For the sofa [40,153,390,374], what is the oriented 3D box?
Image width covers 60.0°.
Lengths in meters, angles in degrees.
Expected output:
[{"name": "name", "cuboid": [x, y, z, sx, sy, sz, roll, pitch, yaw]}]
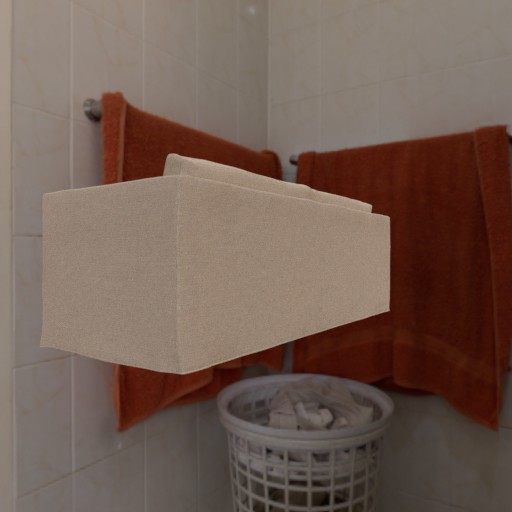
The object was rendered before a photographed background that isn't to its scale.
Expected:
[{"name": "sofa", "cuboid": [0.000, 0.000, 2.774, 0.962, 0.853, 2.312, 0, 0, 35]}]
